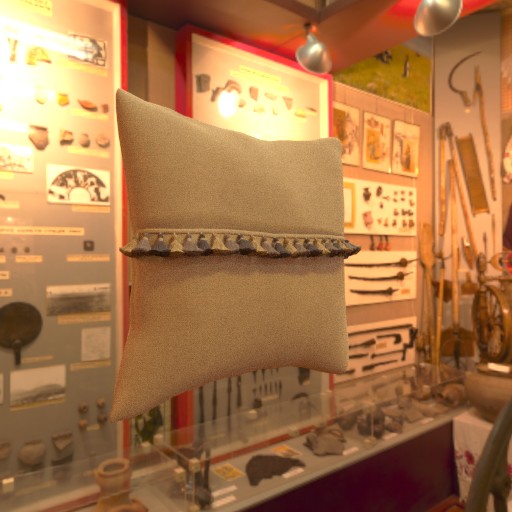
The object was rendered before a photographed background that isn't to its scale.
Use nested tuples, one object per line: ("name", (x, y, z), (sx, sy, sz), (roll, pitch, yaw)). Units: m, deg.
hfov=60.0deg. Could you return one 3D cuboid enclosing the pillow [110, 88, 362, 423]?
("pillow", (0.000, 0.000, 0.761), (0.489, 0.481, 0.165), (0, 0, -36))
